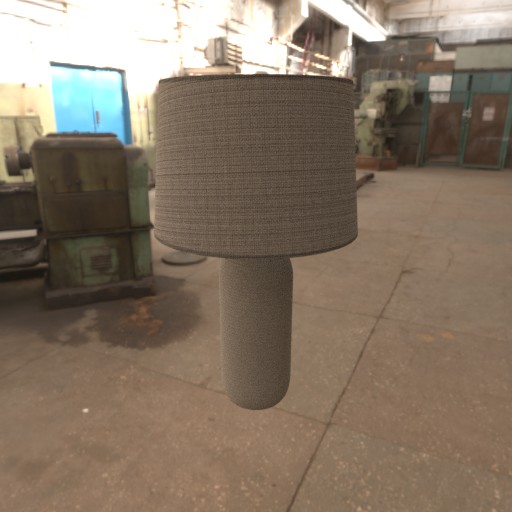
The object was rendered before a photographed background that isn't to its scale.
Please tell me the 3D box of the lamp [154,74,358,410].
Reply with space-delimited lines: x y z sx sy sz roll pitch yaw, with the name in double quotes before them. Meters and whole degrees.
"lamp" 0.000 0.000 0.833 0.367 0.609 0.367 0 18 0
